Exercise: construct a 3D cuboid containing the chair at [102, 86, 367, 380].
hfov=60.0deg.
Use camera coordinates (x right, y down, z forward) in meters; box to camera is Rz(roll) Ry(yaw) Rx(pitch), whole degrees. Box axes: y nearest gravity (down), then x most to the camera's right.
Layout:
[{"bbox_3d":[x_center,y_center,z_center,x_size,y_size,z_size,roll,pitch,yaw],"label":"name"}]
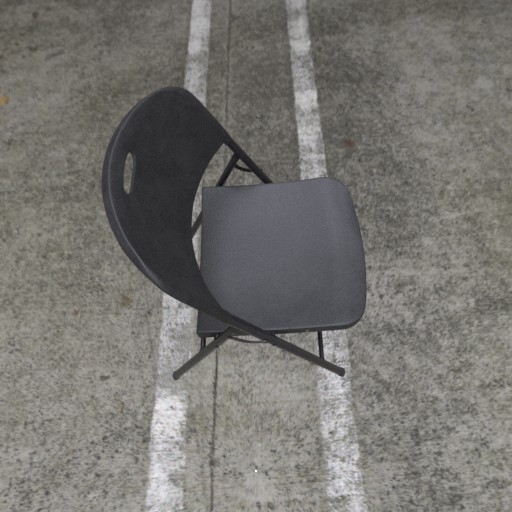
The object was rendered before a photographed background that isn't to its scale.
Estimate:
[{"bbox_3d":[0.000,0.000,1.177,0.566,0.810,0.494,-1,64,-1],"label":"chair"}]
